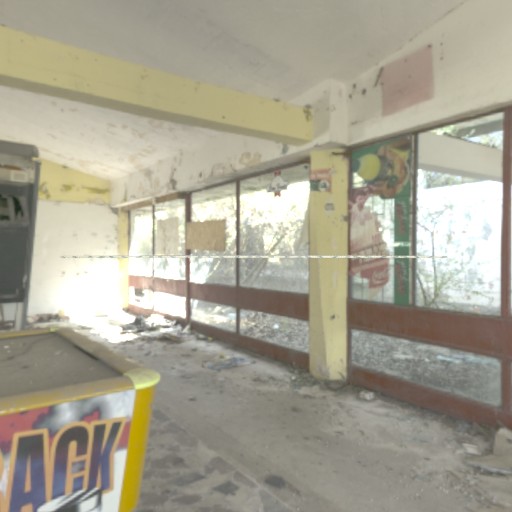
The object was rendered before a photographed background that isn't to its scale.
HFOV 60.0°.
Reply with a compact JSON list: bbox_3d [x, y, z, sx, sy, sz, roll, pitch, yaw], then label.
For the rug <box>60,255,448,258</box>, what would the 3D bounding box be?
[{"bbox_3d":[0.000,0.000,2.961,1.526,0.008,2.441,0,0,1],"label":"rug"}]
